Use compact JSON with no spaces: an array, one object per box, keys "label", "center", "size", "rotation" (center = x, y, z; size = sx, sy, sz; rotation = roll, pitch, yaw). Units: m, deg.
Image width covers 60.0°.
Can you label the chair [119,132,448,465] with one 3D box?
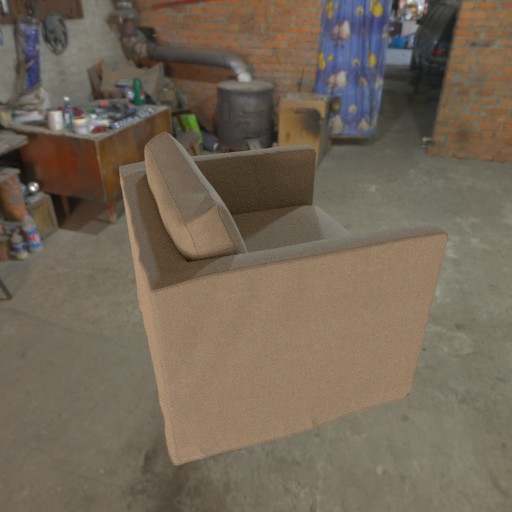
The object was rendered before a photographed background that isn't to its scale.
[{"label":"chair","center":[0.000,0.000,1.783],"size":[0.949,0.863,1.057],"rotation":[-10,31,-17]}]
